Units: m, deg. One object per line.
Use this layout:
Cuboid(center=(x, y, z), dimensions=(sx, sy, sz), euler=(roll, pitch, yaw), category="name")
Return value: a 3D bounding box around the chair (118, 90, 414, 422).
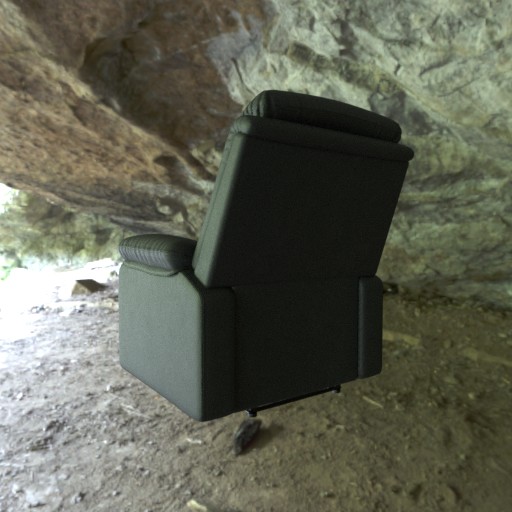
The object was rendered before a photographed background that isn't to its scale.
Cuboid(center=(0.000, 0.000, 1.688), dimensions=(0.855, 0.992, 0.919), euler=(-2, 3, -35), category="chair")
